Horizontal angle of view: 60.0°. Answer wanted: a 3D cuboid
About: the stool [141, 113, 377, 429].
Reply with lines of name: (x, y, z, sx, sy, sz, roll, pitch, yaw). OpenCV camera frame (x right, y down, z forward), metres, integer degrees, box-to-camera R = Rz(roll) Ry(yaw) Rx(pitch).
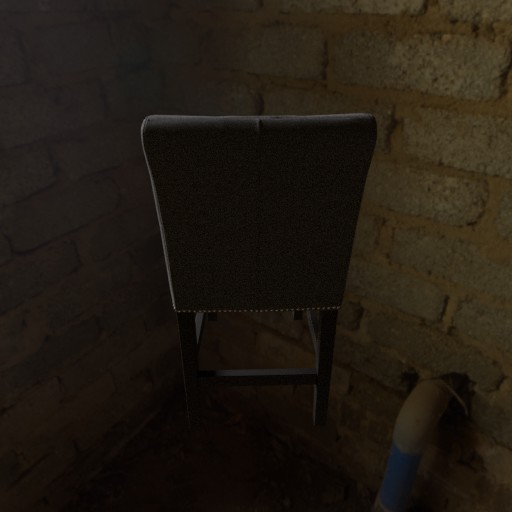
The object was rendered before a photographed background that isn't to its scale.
stool: (0.000, 0.000, 1.225, 0.427, 0.885, 0.571, -1, 32, -1)
